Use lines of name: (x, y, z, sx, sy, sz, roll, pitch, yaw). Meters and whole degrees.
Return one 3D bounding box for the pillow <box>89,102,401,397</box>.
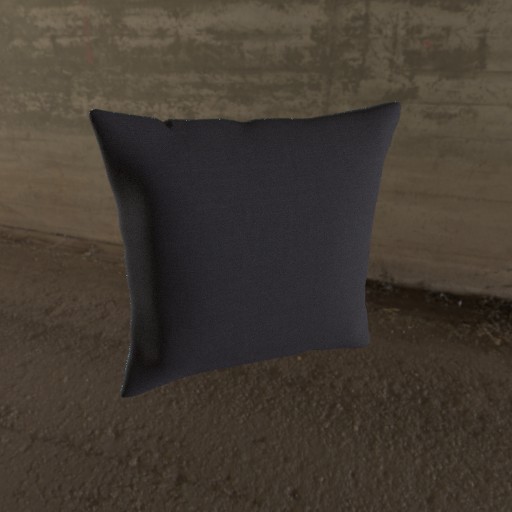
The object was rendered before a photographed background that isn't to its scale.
pillow: (0.000, 0.000, 0.653, 0.436, 0.430, 0.138, -8, 27, -17)
